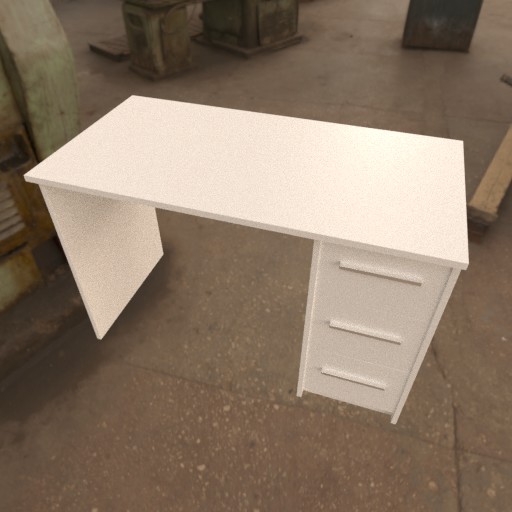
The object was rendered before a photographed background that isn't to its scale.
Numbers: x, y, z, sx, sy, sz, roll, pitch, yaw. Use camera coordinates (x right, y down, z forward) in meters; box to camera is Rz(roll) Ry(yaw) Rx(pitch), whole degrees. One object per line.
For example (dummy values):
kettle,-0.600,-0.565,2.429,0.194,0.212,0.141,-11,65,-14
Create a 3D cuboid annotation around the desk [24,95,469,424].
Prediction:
desk,0.000,0.000,1.474,1.097,0.735,0.560,12,43,13
